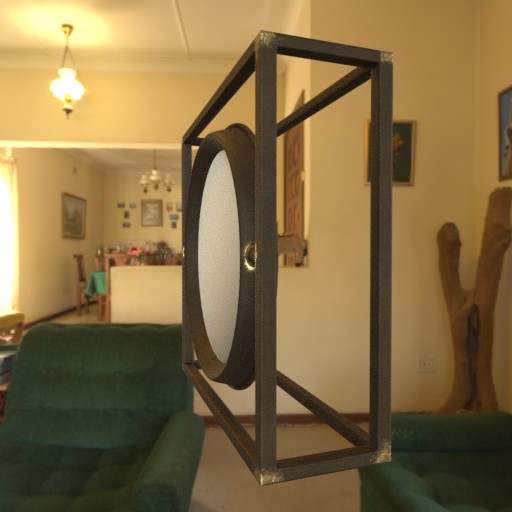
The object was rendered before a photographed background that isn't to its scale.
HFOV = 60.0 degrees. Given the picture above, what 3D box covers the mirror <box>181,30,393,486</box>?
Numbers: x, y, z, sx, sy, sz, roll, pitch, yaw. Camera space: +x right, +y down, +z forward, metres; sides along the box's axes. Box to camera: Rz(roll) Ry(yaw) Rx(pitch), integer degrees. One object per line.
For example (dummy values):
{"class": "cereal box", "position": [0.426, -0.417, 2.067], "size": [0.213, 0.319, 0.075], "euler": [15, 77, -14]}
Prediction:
{"class": "mirror", "position": [0.000, 0.000, 0.455], "size": [0.107, 0.303, 0.306], "euler": [0, 1, -19]}
